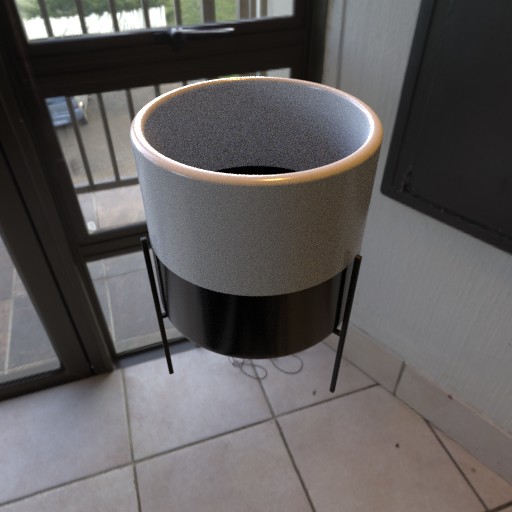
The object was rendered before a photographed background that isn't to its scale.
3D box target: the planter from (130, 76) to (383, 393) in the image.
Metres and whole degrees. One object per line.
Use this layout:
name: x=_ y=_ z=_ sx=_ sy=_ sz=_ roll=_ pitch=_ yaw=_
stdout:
planter: x=0.000 y=0.000 z=0.670 sx=0.310 sy=0.432 sz=0.310 roll=-26 pitch=47 yaw=-28
